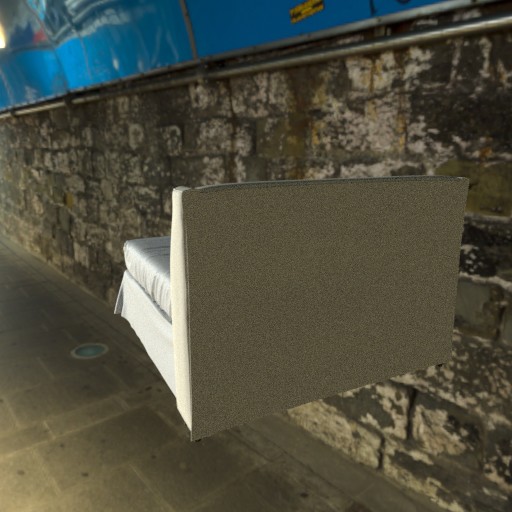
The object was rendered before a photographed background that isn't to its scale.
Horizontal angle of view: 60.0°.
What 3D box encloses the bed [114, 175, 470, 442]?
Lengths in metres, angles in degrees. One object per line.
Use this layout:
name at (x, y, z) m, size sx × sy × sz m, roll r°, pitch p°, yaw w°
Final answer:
bed at (0.000, 0.000, 3.499) m, size 1.925 × 1.332 × 2.276 m, roll -7°, pitch 15°, yaw -26°
